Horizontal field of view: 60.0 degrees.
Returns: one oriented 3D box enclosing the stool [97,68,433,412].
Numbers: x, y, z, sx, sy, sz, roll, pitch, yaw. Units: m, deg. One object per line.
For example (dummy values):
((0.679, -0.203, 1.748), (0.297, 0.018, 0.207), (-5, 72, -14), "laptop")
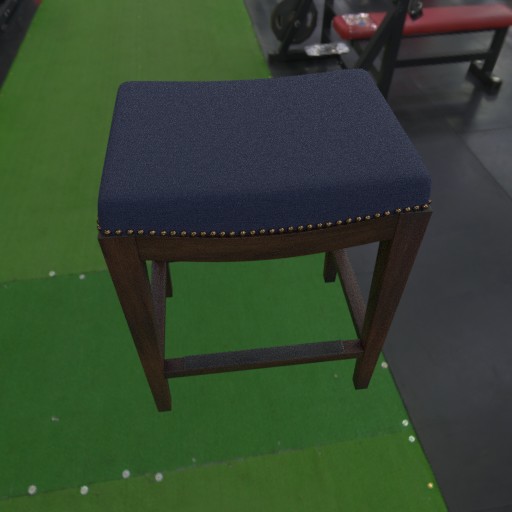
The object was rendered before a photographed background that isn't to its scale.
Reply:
((0.000, 0.000, 0.938), (0.500, 0.642, 0.361), (-5, 48, -4), "stool")
